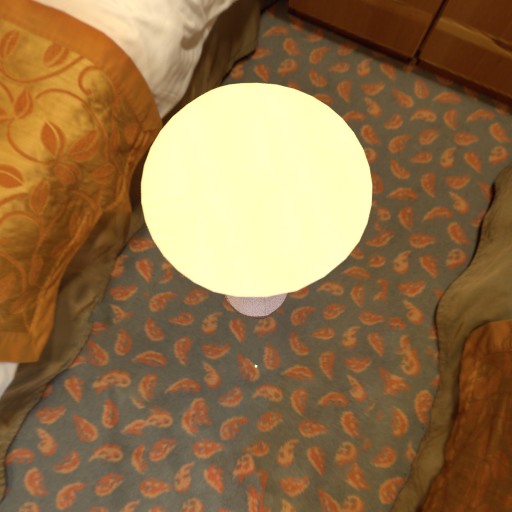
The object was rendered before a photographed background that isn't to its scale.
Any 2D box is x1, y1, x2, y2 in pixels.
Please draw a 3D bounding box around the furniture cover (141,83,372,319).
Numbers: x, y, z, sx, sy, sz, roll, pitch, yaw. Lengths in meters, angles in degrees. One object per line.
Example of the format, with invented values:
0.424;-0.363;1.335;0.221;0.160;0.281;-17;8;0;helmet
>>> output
0.000;0.000;2.913;0.914;2.413;0.914;-19;77;-5;furniture cover
